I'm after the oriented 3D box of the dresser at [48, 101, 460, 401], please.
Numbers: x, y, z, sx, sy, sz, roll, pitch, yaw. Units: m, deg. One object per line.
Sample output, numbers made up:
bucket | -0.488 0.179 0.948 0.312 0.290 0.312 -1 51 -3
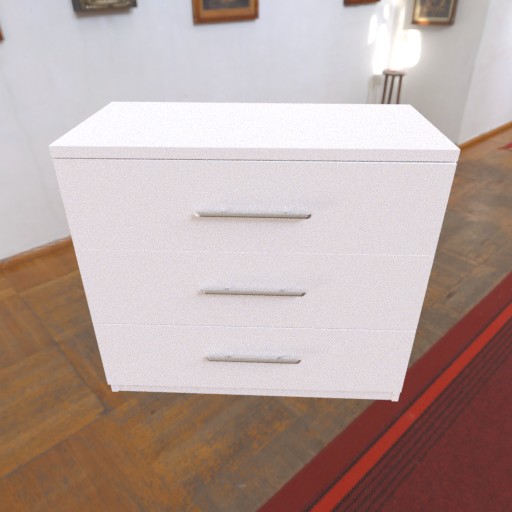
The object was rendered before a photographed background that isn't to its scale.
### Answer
dresser | 0.000 0.000 1.244 0.830 0.740 0.420 1 31 2
